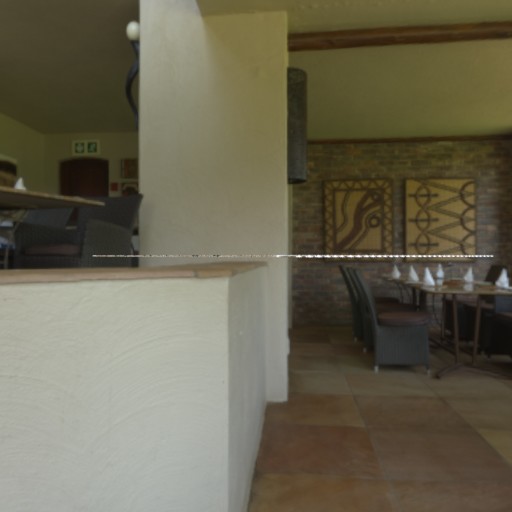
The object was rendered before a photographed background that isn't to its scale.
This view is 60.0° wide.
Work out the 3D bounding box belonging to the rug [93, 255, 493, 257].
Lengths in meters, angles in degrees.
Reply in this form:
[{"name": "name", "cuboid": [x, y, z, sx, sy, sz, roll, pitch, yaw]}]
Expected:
[{"name": "rug", "cuboid": [0.000, 0.000, 2.454, 1.196, 0.008, 2.006, 0, 0, -36]}]
